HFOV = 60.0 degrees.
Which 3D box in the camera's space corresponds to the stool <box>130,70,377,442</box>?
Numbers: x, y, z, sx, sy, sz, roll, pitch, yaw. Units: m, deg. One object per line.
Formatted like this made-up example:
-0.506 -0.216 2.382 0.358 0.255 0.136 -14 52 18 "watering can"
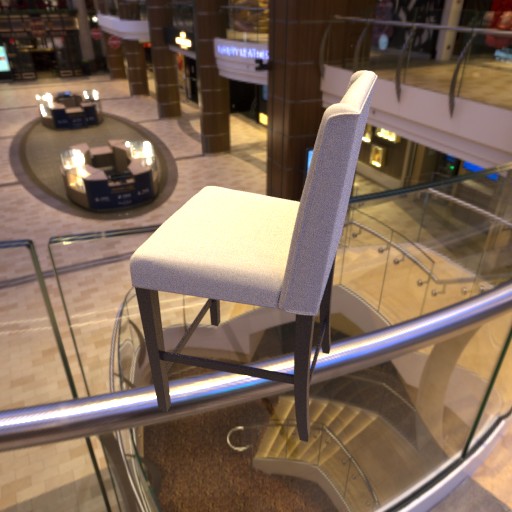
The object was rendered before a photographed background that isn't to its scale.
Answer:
0.000 0.000 1.238 0.509 0.939 0.474 9 32 15 "stool"
